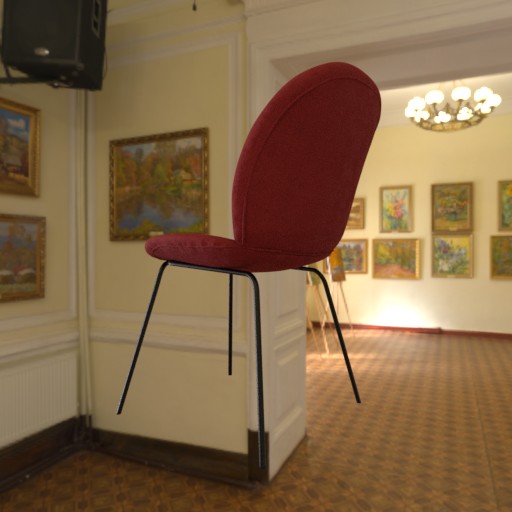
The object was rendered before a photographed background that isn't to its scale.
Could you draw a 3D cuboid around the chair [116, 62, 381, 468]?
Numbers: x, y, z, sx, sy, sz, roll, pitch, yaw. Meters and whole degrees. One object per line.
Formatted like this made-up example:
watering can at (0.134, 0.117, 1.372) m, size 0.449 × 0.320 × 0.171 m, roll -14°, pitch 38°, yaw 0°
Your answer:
chair at (0.000, 0.000, 1.118) m, size 0.587 × 0.791 × 0.458 m, roll 0°, pitch 1°, yaw 37°
